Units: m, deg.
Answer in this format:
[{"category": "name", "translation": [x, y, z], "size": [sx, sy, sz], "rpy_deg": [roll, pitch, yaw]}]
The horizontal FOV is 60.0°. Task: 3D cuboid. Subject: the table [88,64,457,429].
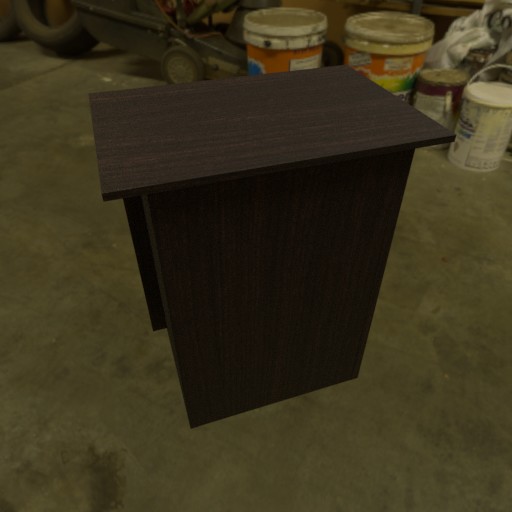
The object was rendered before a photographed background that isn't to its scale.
[{"category": "table", "translation": [0.000, 0.000, 1.065], "size": [0.591, 0.711, 0.406], "rpy_deg": [-12, 42, -14]}]
